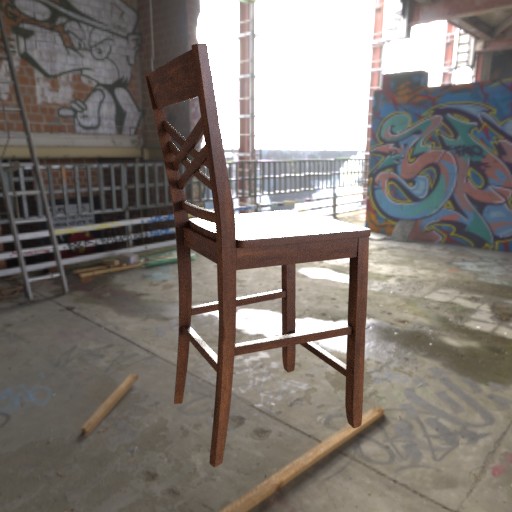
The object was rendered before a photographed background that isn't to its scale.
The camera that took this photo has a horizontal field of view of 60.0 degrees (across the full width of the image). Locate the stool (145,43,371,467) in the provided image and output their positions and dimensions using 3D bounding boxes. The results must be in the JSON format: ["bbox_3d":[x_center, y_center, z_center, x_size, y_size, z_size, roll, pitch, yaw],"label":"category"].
[{"bbox_3d":[0.000,0.000,1.366,0.539,1.079,0.462,-7,15,-26],"label":"stool"}]
